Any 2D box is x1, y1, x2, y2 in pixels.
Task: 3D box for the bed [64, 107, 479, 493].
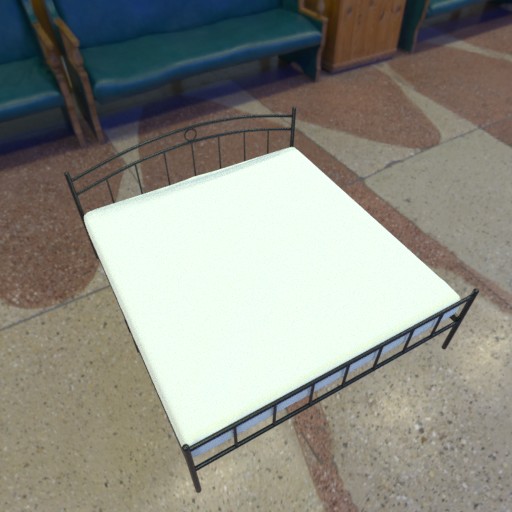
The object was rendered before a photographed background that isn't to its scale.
[{"bbox_3d":[0.000,0.000,3.010,1.880,0.940,2.040,-22,50,-20],"label":"bed"}]
